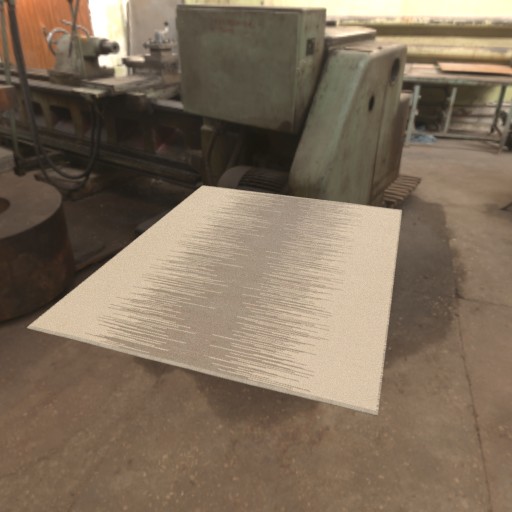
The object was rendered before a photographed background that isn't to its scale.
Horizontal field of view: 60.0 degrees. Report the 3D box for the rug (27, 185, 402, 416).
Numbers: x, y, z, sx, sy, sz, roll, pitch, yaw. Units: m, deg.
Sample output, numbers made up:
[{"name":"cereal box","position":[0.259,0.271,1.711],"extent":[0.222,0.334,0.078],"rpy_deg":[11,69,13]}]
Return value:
[{"name":"rug","position":[0.000,0.000,4.075],"extent":[2.453,0.010,3.037],"rpy_deg":[9,31,16]}]
